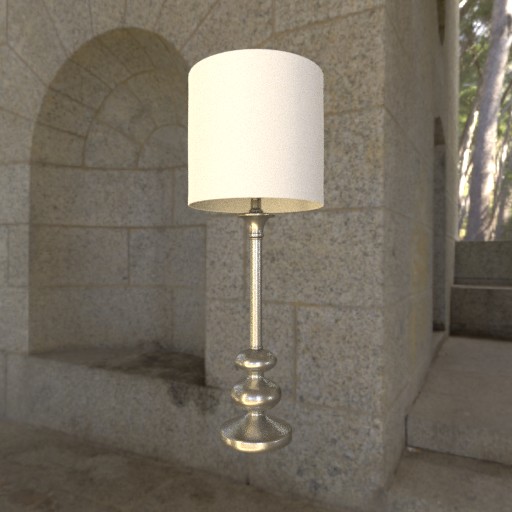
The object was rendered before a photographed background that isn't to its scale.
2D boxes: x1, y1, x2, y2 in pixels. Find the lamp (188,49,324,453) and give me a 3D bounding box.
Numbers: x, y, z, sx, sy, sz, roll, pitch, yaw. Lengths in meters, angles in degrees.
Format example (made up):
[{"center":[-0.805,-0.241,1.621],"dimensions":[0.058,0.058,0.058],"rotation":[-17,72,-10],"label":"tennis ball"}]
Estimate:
[{"center":[0.000,0.000,0.839],"dimensions":[0.254,0.690,0.254],"rotation":[0,0,-1],"label":"lamp"}]
